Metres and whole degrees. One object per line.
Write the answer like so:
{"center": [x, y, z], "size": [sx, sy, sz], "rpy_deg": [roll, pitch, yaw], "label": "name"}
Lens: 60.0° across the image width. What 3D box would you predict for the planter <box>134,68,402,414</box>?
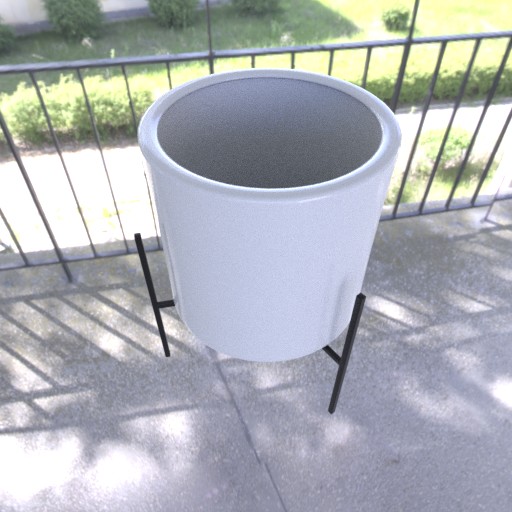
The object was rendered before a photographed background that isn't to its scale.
{"center": [0.000, 0.000, 0.724], "size": [0.361, 0.480, 0.360], "rpy_deg": [-8, 46, -8], "label": "planter"}
